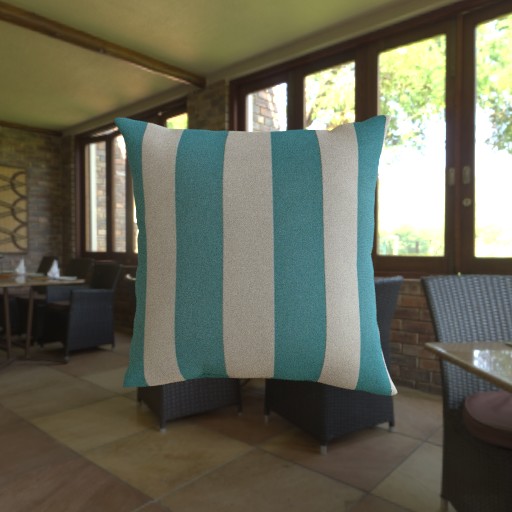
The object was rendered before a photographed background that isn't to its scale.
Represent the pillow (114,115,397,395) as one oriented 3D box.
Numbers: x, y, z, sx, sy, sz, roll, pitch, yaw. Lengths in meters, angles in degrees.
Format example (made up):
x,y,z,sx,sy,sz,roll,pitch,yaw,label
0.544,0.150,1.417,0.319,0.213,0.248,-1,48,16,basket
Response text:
x,y,z,sx,sy,sz,roll,pitch,yaw,label
0.000,0.000,0.833,0.536,0.526,0.189,0,1,0,pillow
